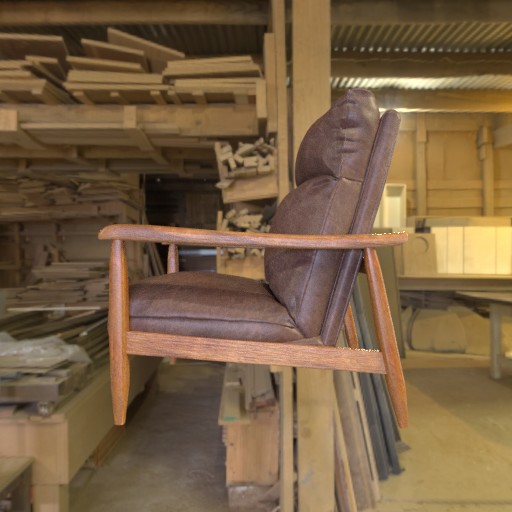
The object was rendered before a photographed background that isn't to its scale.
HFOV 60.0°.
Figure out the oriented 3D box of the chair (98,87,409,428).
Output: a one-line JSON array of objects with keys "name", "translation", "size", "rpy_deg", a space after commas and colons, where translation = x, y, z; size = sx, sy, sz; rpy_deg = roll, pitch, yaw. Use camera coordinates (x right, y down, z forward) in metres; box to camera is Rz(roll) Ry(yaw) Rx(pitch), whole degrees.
[{"name": "chair", "translation": [0.000, 0.000, 1.497], "size": [0.830, 0.897, 0.782], "rpy_deg": [0, 0, 2]}]
